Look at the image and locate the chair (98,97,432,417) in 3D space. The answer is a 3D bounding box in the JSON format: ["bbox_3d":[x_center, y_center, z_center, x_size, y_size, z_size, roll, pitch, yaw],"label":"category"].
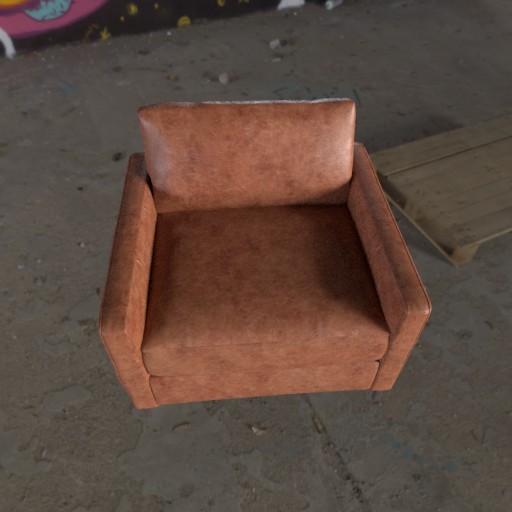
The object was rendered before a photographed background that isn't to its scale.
[{"bbox_3d":[0.000,0.000,1.631,0.967,0.869,0.862,-3,48,-3],"label":"chair"}]
